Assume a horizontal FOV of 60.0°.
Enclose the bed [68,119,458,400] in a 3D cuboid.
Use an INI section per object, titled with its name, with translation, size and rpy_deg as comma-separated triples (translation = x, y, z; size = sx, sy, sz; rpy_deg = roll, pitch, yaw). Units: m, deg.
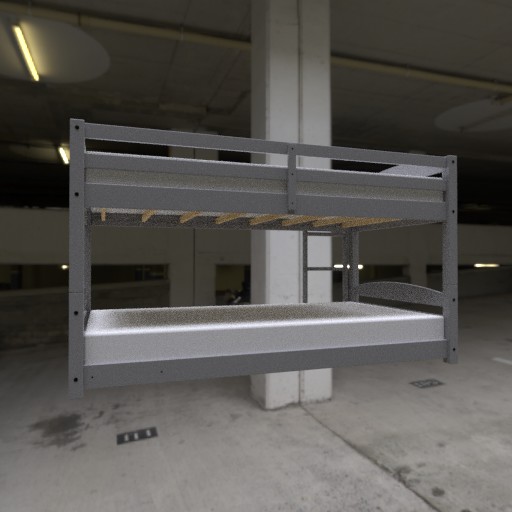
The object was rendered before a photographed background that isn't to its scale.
[bed]
translation = 0.000, 0.000, 2.678
size = 2.013, 1.206, 1.105
rpy_deg = 0, -1, -19
